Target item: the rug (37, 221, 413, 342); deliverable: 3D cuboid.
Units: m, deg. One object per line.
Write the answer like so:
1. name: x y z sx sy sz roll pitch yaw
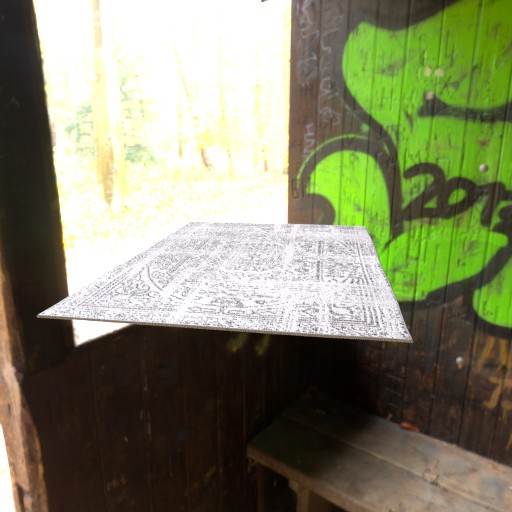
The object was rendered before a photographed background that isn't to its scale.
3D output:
1. rug: 0.000 0.000 3.107 1.706 0.026 2.438 2 15 9
